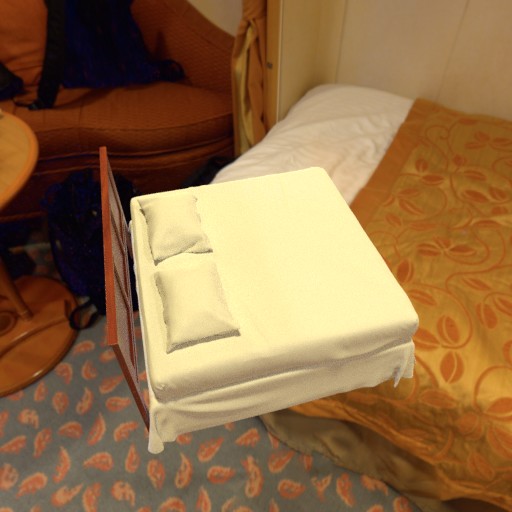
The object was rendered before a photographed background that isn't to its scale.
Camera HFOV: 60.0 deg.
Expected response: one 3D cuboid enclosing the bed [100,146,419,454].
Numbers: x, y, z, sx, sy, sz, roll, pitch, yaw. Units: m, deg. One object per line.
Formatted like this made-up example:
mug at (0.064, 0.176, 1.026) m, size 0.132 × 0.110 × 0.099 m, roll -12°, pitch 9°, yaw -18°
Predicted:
bed at (0.000, 0.000, 3.721) m, size 2.219 × 1.271 × 2.314 m, roll -11°, pitch 47°, yaw -10°
